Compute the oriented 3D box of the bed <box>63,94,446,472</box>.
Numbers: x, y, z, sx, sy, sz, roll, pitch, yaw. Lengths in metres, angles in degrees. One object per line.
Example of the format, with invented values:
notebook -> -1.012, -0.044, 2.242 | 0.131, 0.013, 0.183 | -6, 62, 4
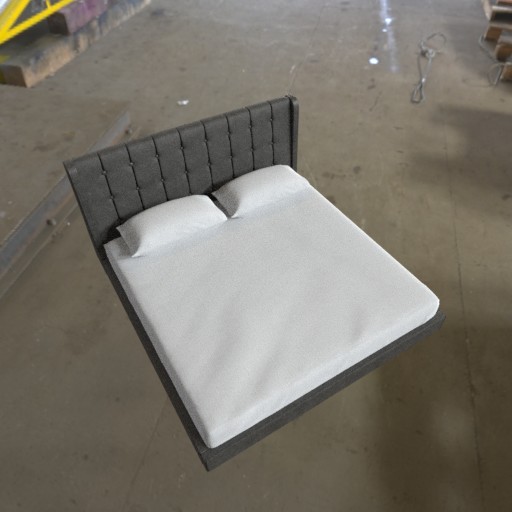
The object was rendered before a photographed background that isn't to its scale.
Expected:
bed -> 0.000, 0.000, 3.201 | 1.903, 1.158, 2.031 | -24, 51, -21
